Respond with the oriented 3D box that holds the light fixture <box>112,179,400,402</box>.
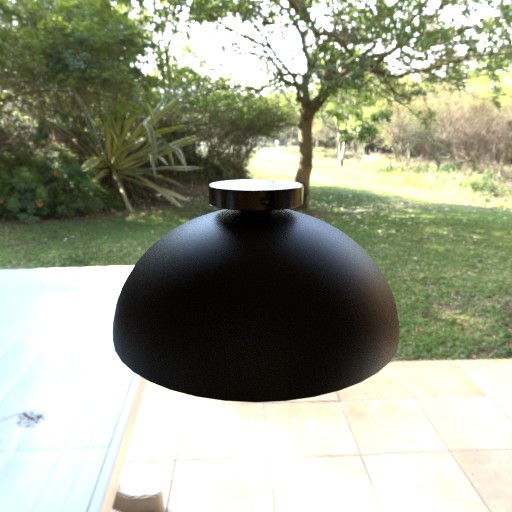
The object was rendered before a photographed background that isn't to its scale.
[{"bbox_3d":[0.000,0.000,0.551,0.355,0.177,0.355,0,16,0],"label":"light fixture"}]
